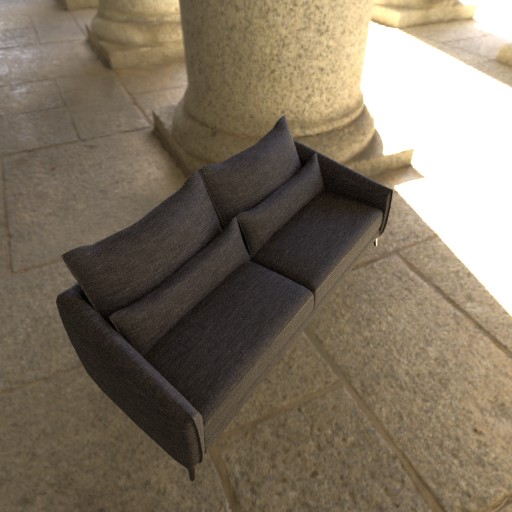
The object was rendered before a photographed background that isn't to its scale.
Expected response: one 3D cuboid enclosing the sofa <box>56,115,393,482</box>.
[{"bbox_3d":[0.000,0.000,2.428,0.807,0.843,2.019,25,46,26],"label":"sofa"}]
